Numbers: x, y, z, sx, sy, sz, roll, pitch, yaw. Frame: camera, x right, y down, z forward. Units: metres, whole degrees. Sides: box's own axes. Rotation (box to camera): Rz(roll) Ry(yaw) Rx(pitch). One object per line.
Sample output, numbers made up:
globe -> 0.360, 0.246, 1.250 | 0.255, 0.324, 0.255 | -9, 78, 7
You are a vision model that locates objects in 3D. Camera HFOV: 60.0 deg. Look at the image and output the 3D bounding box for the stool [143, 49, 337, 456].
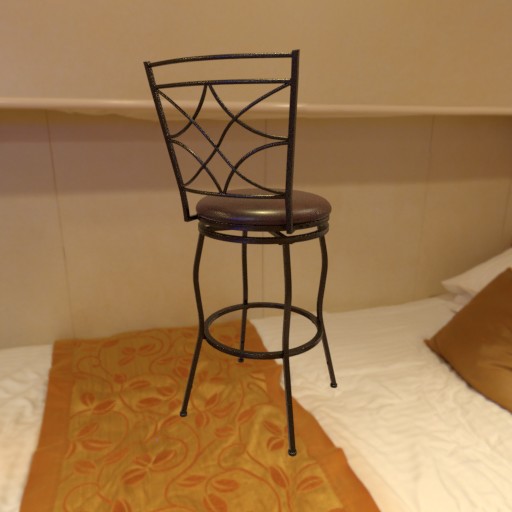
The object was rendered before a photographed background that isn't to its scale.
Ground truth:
stool -> 0.000, 0.000, 1.405 | 0.434, 1.117, 0.534 | 8, 19, 26
